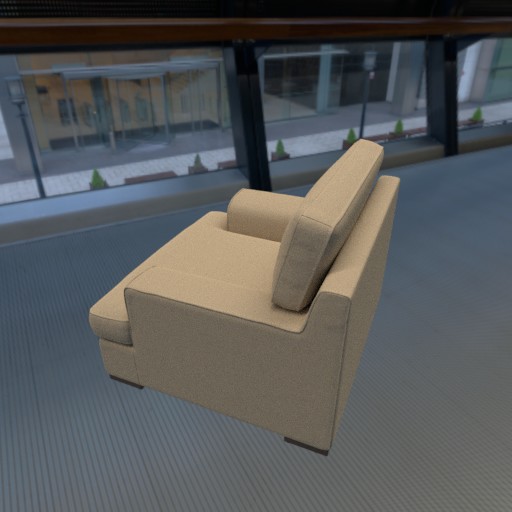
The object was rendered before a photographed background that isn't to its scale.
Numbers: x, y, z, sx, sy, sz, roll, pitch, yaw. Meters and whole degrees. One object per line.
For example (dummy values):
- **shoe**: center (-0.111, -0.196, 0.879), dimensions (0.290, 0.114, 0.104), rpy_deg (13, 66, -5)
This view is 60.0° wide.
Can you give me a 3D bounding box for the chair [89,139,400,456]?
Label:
- **chair**: center (0.000, 0.000, 2.166), dimensions (1.274, 1.005, 1.293), rpy_deg (8, 31, 13)
